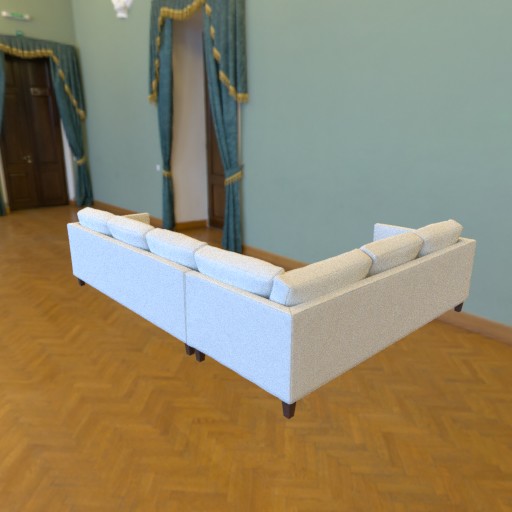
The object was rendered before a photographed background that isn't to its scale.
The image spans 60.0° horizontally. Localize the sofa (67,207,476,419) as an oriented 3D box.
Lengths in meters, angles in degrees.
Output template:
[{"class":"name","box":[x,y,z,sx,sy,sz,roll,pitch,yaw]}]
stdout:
[{"class":"sofa","box":[0.000,0.000,4.336,2.432,0.863,3.182,-15,22,-41]}]
